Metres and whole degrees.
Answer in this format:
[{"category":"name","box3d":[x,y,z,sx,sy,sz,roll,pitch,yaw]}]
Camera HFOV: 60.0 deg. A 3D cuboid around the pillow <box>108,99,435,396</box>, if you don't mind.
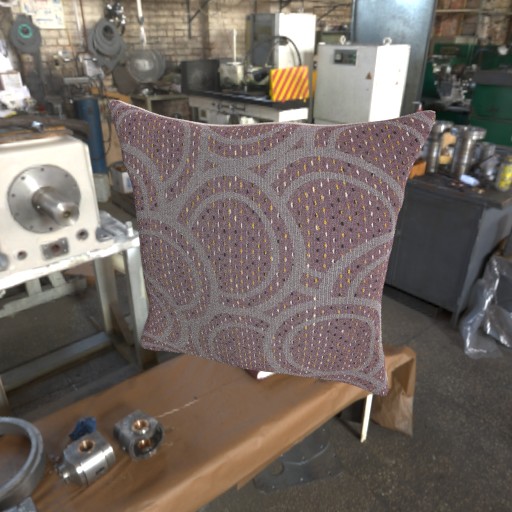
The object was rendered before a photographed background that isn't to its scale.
[{"category":"pillow","box3d":[0.000,0.000,0.784,0.514,0.513,0.163,7,27,15]}]
